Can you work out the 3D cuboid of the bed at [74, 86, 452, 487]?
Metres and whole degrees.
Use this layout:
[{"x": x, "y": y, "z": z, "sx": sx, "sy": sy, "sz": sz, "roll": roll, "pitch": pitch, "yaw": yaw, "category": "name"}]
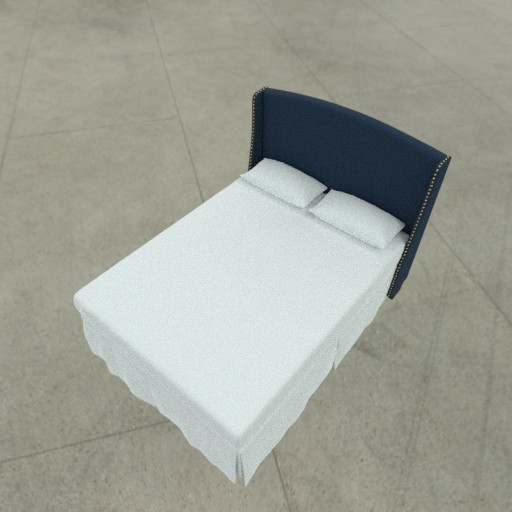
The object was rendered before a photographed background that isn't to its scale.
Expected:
[{"x": 0.000, "y": 0.000, "z": 3.165, "sx": 1.604, "sy": 1.402, "sz": 2.223, "roll": 31, "pitch": 54, "yaw": 26, "category": "bed"}]
